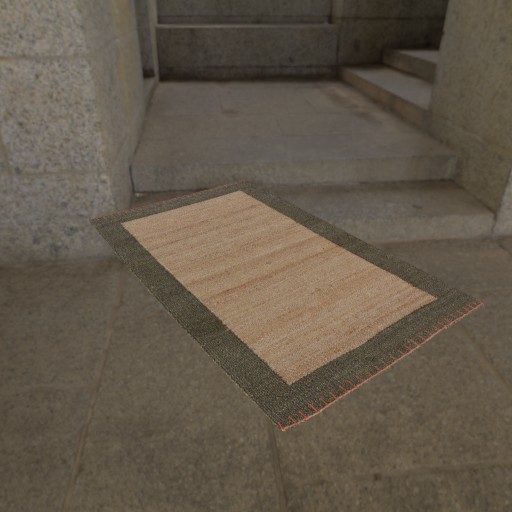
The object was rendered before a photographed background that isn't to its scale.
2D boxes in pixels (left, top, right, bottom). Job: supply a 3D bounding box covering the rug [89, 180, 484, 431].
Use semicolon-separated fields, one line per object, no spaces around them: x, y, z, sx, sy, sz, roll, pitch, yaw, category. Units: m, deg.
0.000;0.000;3.008;1.521;0.006;2.435;-20;36;-30;rug
